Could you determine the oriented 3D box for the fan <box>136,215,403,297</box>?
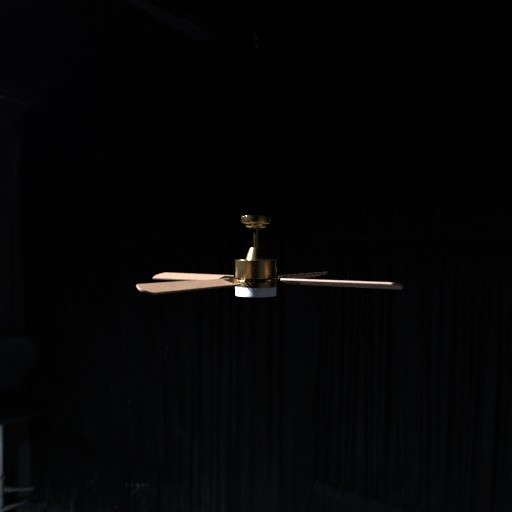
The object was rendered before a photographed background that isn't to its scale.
[{"bbox_3d":[0.000,0.000,2.008,1.320,0.355,1.320,0,1,36],"label":"fan"}]
